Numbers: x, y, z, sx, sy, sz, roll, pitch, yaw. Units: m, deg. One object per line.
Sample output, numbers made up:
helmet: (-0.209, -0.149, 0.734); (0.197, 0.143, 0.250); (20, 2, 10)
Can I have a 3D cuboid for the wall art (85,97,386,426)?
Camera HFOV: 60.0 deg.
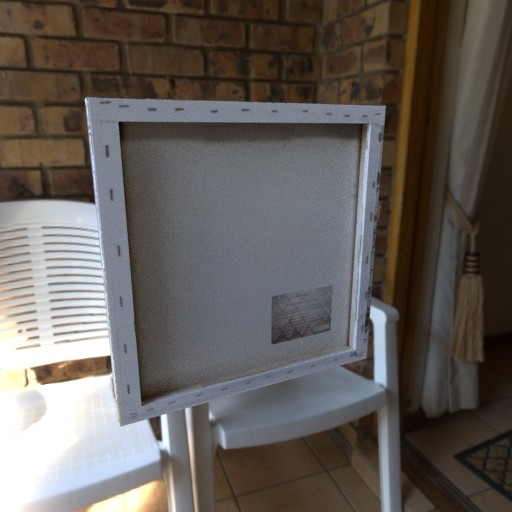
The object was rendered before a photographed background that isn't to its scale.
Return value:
wall art: (0.000, 0.000, 0.924); (0.609, 0.607, 0.036); (-8, 18, -25)
